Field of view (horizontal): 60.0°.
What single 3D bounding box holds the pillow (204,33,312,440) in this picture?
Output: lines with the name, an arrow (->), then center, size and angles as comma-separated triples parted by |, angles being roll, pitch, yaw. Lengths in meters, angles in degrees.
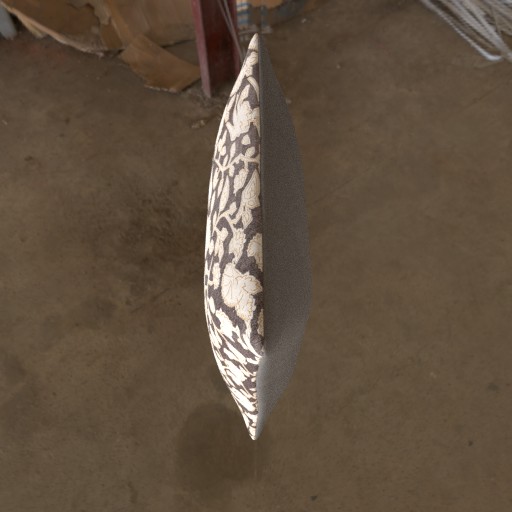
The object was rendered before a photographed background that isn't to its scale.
pillow -> 0.000, 0.000, 0.778 | 0.166, 0.507, 0.526 | 0, 59, 0
